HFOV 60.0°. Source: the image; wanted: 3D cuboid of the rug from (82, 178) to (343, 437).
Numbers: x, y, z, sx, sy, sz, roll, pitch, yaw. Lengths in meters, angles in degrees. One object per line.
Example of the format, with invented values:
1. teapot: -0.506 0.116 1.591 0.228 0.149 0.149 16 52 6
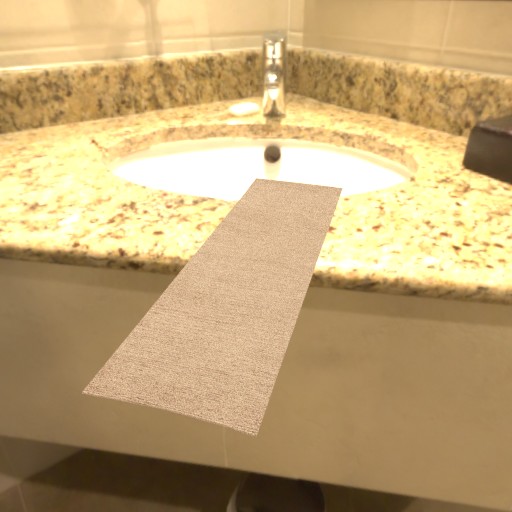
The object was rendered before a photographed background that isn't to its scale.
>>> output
1. rug: 0.000 0.000 2.596 0.712 0.013 2.346 9 33 14
